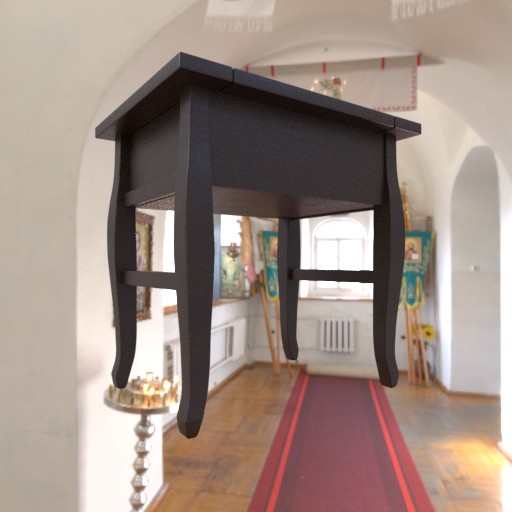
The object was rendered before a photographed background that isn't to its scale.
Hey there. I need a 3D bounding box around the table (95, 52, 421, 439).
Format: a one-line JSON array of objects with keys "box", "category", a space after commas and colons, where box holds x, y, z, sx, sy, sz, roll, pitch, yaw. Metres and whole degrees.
[{"box": [0.000, 0.000, 1.021, 0.602, 0.605, 0.460, 1, -1, -35], "category": "table"}]
